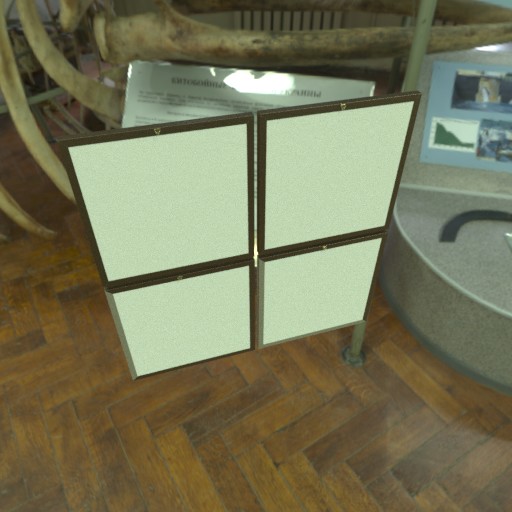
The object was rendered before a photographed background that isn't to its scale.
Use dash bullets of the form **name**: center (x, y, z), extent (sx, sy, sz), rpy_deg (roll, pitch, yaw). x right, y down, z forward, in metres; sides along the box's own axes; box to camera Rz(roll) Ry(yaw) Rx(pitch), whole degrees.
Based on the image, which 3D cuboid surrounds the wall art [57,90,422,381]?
- **wall art**: center (0.000, 0.000, 1.549), extent (1.032, 1.032, 0.030), rpy_deg (-12, 42, -13)
